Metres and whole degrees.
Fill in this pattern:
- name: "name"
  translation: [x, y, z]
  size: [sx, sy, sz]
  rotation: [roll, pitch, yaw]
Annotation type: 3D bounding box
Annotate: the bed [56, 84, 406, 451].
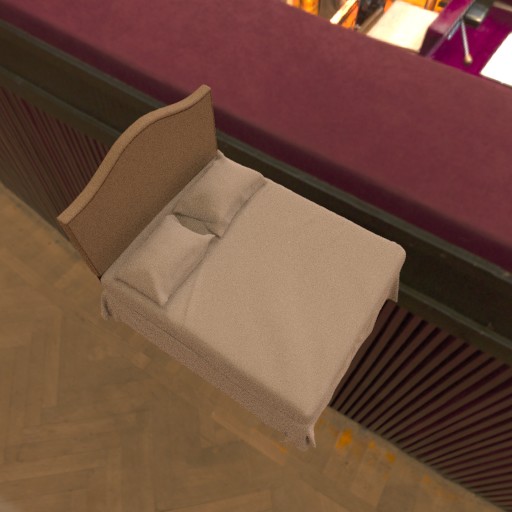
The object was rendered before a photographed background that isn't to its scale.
- name: "bed"
  translation: [0.000, 0.000, 3.464]
  size: [2.221, 1.645, 1.876]
  rotation: [30, 64, 16]
